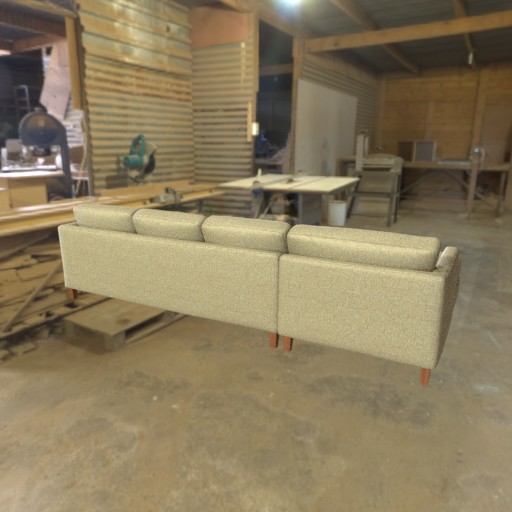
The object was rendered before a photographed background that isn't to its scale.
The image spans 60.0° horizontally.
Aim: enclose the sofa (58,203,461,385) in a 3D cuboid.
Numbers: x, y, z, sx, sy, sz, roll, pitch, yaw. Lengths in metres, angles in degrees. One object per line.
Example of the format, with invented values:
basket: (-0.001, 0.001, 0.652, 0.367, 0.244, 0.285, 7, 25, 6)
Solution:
sofa: (0.000, 0.000, 3.833, 3.201, 0.876, 1.502, 8, 17, 27)
